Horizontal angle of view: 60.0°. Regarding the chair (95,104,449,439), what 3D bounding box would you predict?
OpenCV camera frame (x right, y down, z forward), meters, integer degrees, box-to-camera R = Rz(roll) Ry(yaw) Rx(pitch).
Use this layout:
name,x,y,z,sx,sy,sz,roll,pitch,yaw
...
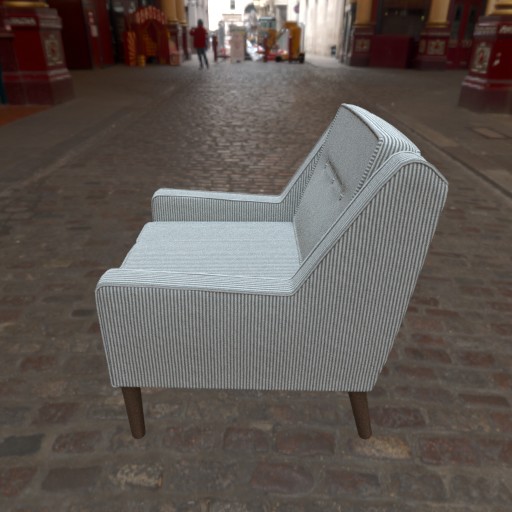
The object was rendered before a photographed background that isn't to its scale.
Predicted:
name,x,y,z,sx,sy,sz,roll,pitch,yaw
chair,0.000,0.000,1.278,0.743,0.792,0.663,0,27,0
